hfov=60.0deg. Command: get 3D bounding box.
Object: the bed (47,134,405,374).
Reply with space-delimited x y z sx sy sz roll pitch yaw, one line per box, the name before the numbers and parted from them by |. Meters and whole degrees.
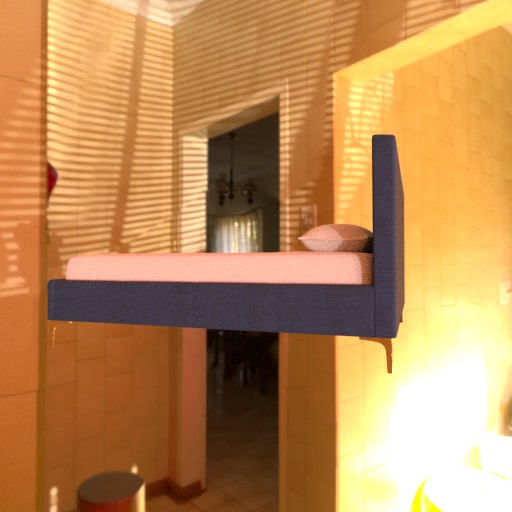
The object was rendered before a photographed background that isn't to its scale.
bed | 0.000 0.000 3.575 2.232 1.231 2.096 0 -1 20
